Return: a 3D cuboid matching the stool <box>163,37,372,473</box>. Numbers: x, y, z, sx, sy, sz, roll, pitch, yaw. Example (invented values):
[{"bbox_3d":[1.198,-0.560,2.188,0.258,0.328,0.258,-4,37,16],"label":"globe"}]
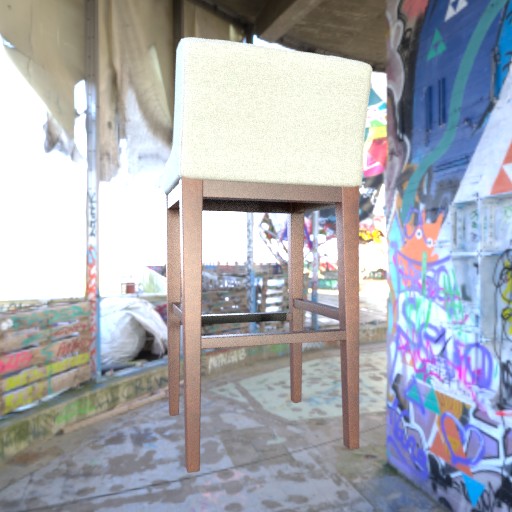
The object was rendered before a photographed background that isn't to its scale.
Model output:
[{"bbox_3d":[0.000,0.000,1.312,0.511,1.037,0.500,0,0,-17],"label":"stool"}]
